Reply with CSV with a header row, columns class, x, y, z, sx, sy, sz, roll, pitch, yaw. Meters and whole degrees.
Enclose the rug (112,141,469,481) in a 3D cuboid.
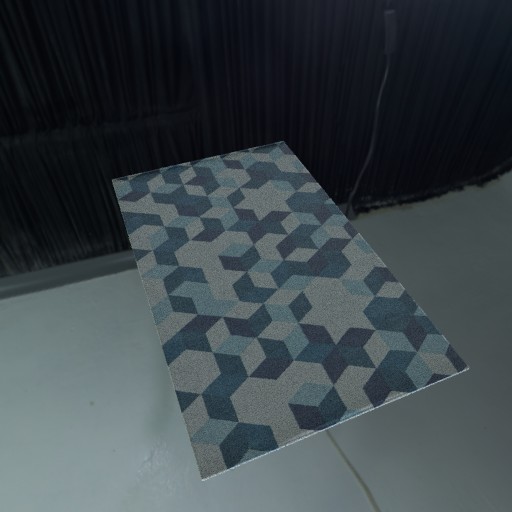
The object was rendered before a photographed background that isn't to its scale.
class,x,y,z,sx,sy,sz,roll,pitch,yaw
rug,0.000,0.000,2.991,1.518,0.015,2.438,-16,49,-15
